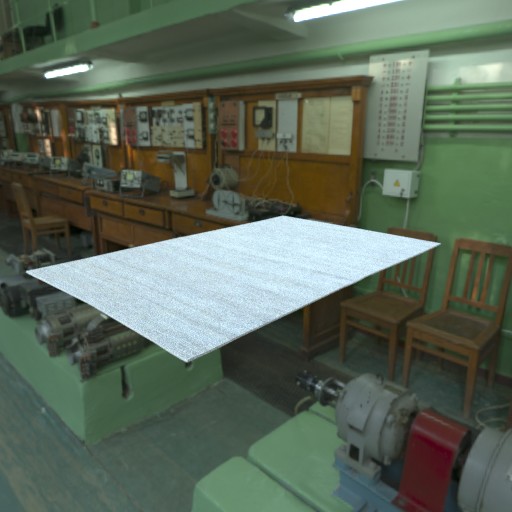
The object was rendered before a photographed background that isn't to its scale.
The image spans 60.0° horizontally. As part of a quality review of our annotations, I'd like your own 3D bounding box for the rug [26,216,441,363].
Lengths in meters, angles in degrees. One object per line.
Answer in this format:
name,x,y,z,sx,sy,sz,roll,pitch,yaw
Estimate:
rug,0.000,0.000,2.270,1.179,0.022,1.820,15,22,42
